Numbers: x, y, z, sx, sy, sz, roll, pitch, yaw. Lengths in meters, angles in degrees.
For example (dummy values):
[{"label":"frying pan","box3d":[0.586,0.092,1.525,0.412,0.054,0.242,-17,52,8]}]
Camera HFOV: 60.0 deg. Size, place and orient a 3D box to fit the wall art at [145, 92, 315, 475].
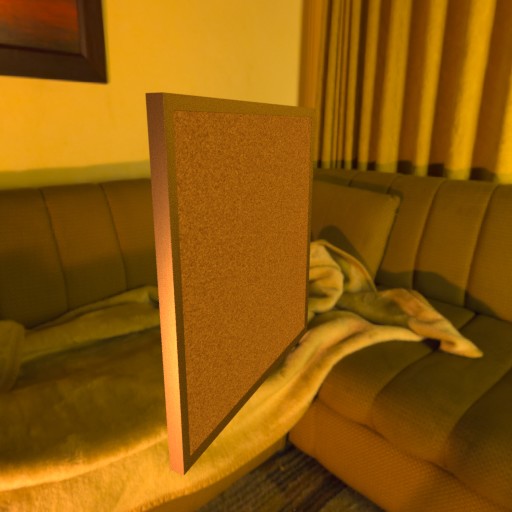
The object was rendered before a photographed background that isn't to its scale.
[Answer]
[{"label":"wall art","box3d":[0.000,0.000,1.171,0.036,0.765,0.767,8,18,25]}]
